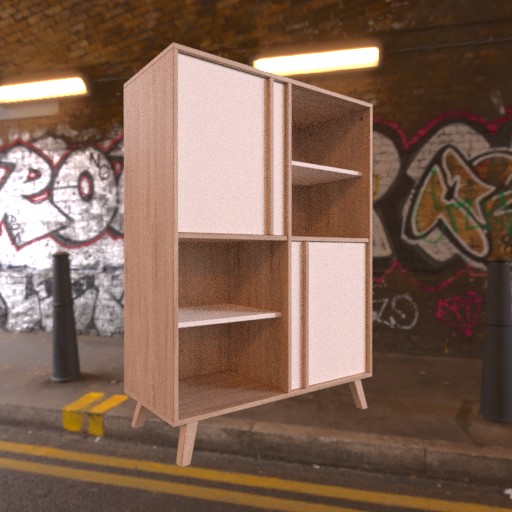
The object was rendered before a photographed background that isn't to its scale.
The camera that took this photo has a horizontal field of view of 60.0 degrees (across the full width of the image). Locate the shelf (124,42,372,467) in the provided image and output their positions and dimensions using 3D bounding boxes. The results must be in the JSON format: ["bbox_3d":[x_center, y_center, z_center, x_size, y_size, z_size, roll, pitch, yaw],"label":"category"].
[{"bbox_3d":[0.000,0.000,1.915,1.000,1.390,0.450,0,0,-37],"label":"shelf"}]
